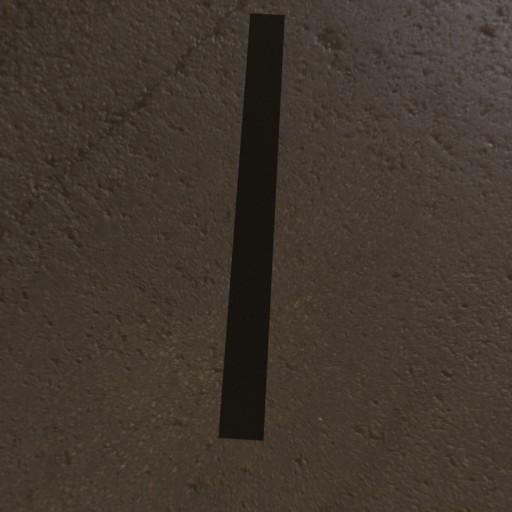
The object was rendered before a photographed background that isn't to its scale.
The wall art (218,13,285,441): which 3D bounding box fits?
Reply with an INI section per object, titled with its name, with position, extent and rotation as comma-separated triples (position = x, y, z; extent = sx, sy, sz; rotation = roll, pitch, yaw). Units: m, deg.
[wall art]
position = 0.000, 0.000, 0.476
extent = 0.029, 0.318, 0.327
rotation = 3, 75, 1
